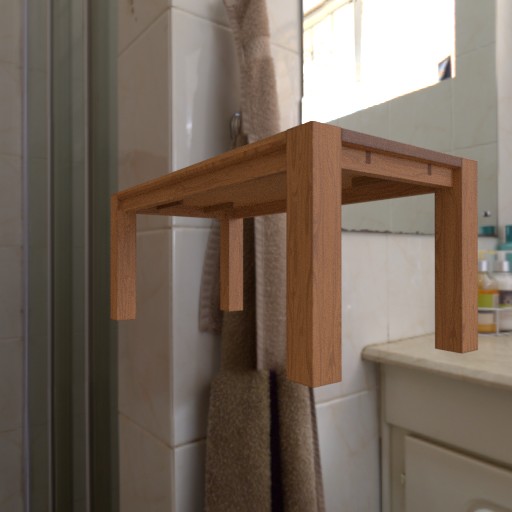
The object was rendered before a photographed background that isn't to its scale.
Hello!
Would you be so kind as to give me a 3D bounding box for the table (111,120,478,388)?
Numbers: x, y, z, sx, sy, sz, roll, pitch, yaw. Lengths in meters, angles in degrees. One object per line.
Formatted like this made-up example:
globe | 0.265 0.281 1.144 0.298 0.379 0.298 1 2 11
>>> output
table | 0.000 0.000 2.246 0.900 0.760 1.800 0 0 -36
